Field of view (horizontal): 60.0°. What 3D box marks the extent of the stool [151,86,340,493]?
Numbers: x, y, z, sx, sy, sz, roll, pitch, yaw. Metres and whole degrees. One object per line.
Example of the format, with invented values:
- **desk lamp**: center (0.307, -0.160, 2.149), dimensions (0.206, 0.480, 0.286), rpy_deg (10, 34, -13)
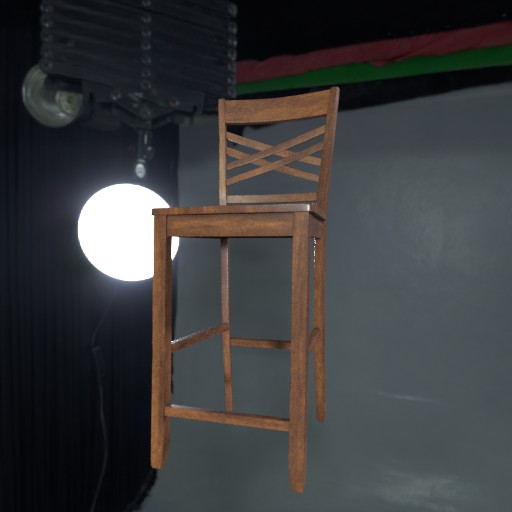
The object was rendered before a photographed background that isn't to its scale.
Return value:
- **stool**: center (0.000, 0.000, 1.309), dimensions (0.426, 1.098, 0.504), rpy_deg (0, 1, 18)
